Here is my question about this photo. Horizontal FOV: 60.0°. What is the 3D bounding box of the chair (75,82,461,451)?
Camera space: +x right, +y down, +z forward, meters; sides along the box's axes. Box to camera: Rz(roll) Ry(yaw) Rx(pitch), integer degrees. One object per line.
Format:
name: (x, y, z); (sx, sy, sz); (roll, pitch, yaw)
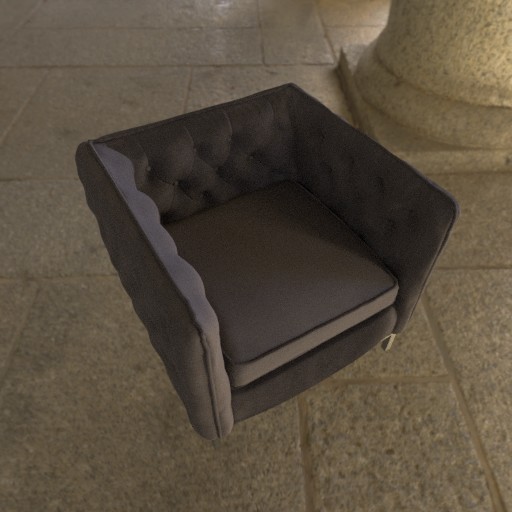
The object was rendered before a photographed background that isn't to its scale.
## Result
chair: (0.000, 0.000, 1.651); (0.946, 0.807, 0.913); (-24, 52, -20)
